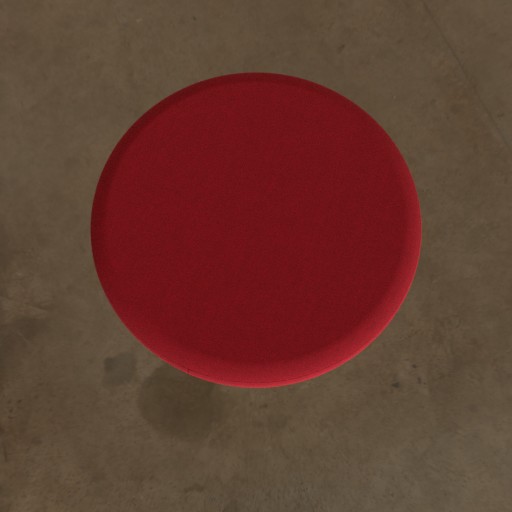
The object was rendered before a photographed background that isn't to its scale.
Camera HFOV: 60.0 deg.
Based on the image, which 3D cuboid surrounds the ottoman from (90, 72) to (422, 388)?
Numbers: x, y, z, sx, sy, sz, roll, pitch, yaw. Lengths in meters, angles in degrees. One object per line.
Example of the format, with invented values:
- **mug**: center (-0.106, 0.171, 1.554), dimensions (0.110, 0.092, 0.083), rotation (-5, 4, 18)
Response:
- **ottoman**: center (0.000, 0.000, 0.714), dimensions (0.400, 0.406, 0.400), rotation (0, 75, 0)
